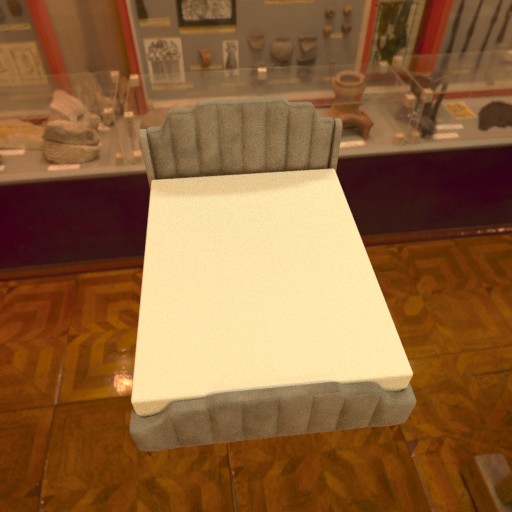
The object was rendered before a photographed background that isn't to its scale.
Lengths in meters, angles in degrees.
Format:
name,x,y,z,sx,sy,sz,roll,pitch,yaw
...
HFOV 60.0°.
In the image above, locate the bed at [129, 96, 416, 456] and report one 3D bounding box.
name,x,y,z,sx,sy,sz,roll,pitch,yaw
bed,0.000,0.000,3.201,1.676,1.245,2.340,-4,47,-4
